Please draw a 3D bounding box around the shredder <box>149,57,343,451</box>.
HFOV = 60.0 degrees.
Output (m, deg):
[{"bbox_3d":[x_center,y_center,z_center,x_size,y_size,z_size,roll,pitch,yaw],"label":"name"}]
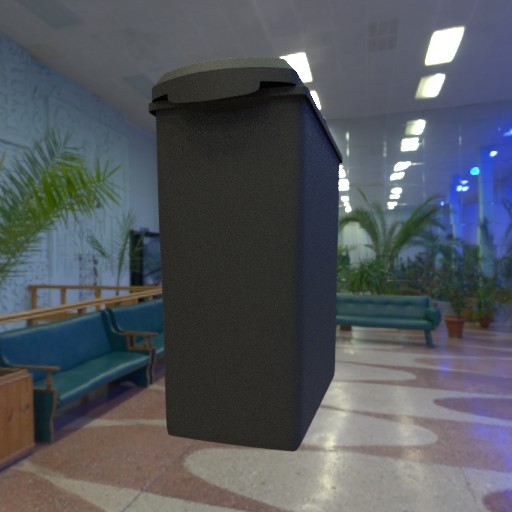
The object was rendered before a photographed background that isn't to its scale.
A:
[{"bbox_3d":[0.000,0.000,0.514,0.170,0.335,0.320,0,0,17],"label":"shredder"}]
